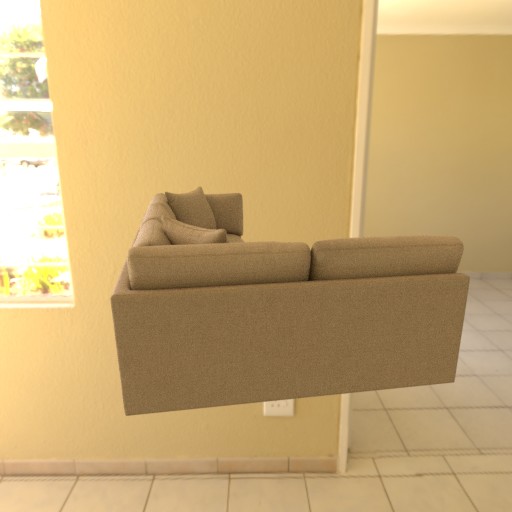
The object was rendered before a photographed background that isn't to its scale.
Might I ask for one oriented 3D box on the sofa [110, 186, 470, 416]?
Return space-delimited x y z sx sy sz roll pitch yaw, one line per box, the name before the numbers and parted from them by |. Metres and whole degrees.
sofa | 0.000 0.000 3.774 1.994 0.978 2.896 -3 15 -10
